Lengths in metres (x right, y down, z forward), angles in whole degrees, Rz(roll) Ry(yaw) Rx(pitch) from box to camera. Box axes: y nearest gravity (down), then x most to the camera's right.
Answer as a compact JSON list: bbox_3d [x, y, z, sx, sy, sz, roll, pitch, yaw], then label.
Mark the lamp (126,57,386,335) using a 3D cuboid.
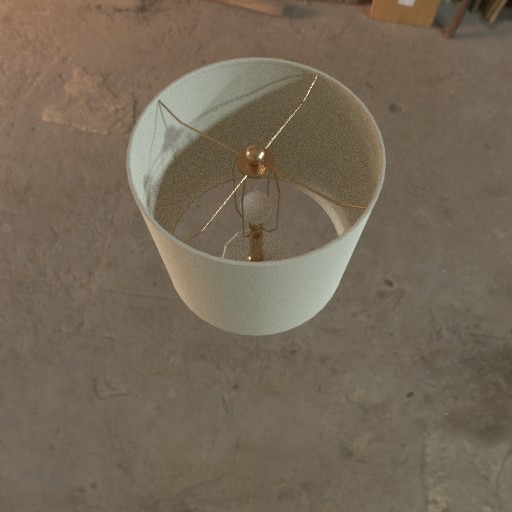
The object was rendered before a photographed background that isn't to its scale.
[{"bbox_3d":[0.000,0.000,0.718,0.277,0.537,0.277,-17,66,-8],"label":"lamp"}]
